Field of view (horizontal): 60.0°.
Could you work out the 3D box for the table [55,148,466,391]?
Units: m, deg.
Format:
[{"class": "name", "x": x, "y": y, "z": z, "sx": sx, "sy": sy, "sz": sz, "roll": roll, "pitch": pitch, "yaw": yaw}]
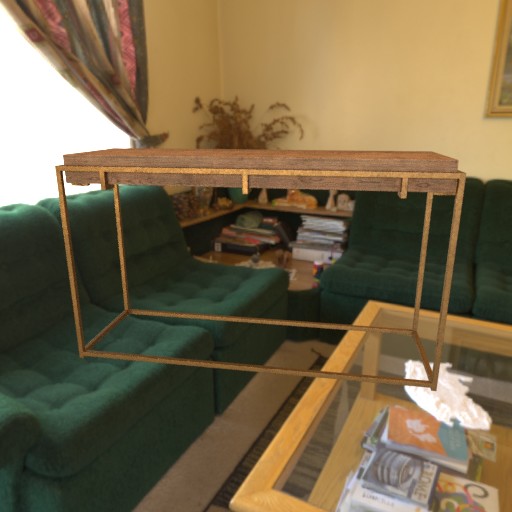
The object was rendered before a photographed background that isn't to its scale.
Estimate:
[{"class": "table", "x": 0.000, "y": 0.000, "z": 1.805, "sx": 1.400, "sy": 0.820, "sz": 0.440, "roll": 3, "pitch": 17, "yaw": 9}]
